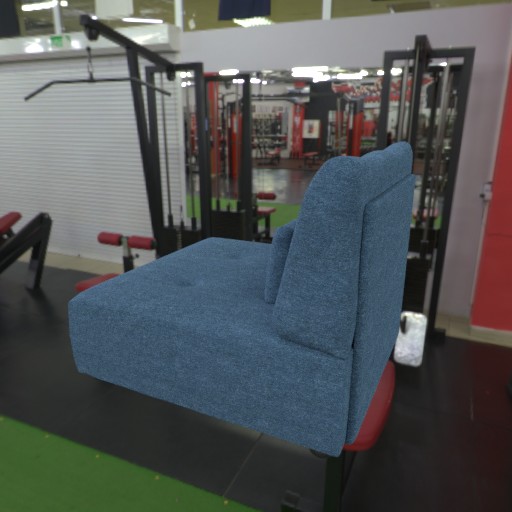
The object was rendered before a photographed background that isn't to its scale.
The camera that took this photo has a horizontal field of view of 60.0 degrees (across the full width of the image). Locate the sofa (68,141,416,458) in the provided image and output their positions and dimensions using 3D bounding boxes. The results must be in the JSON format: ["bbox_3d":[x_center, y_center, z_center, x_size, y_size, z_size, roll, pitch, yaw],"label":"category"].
[{"bbox_3d":[0.000,0.000,1.672,1.000,0.820,0.930,8,19,25],"label":"sofa"}]
